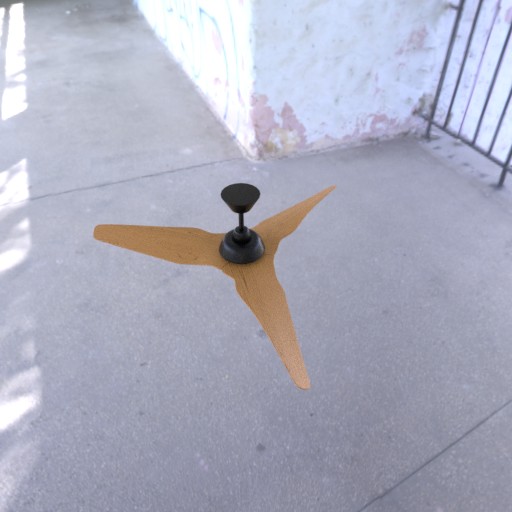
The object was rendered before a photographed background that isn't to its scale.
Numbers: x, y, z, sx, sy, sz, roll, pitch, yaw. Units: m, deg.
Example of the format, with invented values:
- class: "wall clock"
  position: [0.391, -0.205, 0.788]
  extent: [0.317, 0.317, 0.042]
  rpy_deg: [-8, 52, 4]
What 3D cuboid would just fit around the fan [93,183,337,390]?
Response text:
- class: "fan"
  position: [0.000, 0.000, 1.625]
  extent: [1.142, 0.355, 1.010]
  rpy_deg: [-13, 44, -14]
